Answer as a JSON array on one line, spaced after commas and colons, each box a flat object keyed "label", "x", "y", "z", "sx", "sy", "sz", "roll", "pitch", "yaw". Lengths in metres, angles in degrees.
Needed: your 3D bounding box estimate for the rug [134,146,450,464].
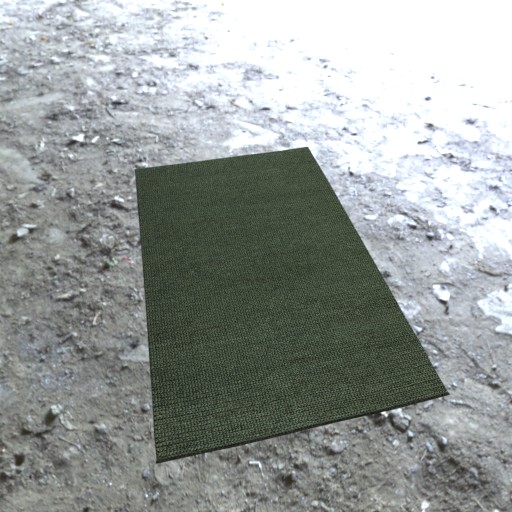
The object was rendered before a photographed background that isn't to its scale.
[{"label": "rug", "x": 0.000, "y": 0.000, "z": 3.029, "sx": 1.538, "sy": 0.021, "sz": 2.443, "roll": -10, "pitch": 47, "yaw": -9}]
